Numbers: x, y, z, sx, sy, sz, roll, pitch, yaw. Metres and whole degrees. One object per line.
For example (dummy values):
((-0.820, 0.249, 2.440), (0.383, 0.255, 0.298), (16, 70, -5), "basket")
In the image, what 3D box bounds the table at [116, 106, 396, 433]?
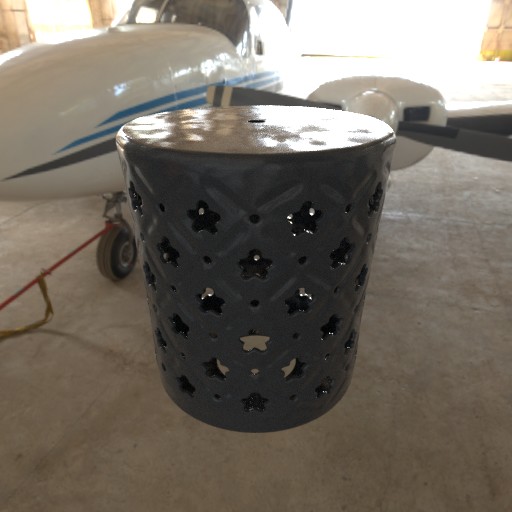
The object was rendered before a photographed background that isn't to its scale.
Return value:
((0.000, 0.000, 0.656), (0.352, 0.387, 0.352), (0, 26, 0), "table")
